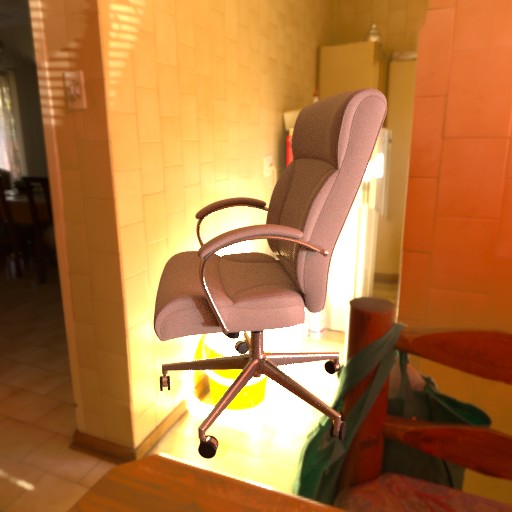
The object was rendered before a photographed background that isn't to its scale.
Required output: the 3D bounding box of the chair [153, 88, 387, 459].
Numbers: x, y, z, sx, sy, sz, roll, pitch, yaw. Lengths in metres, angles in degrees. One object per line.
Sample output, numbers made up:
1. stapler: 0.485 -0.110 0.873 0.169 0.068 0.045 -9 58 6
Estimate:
1. chair: 0.000 0.000 1.594 0.745 1.099 0.727 -2 15 -8
